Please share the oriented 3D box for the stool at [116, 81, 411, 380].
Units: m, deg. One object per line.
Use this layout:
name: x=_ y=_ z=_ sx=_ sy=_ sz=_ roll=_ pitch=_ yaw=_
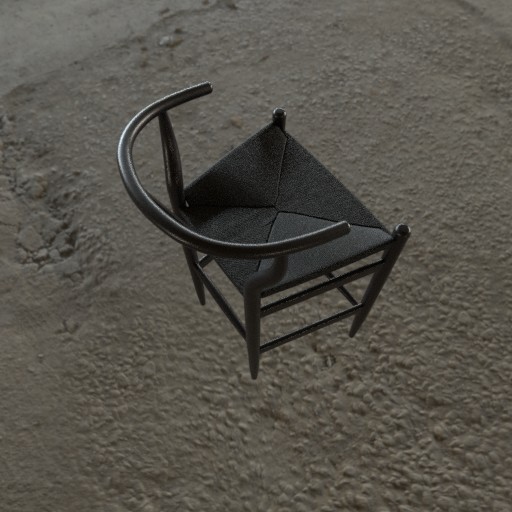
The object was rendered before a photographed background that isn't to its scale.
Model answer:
stool: x=0.000 y=0.000 z=1.343 sx=0.579 sy=0.970 sz=0.569 roll=-30 pitch=63 yaw=-17
